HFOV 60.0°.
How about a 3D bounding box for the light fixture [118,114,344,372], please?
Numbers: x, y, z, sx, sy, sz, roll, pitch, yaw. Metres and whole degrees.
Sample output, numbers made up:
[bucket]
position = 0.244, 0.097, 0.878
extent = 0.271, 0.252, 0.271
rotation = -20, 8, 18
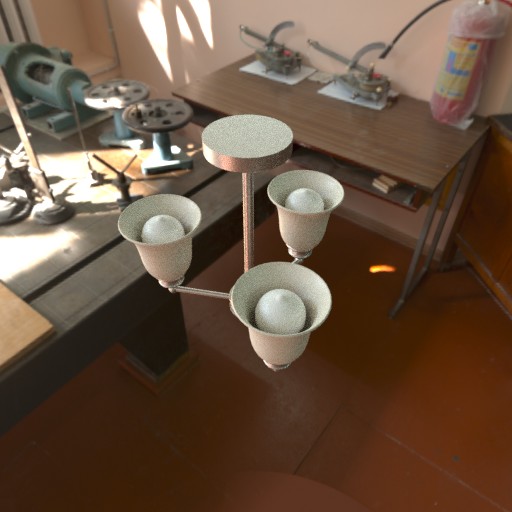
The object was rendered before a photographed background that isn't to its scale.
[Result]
[light fixture]
position = 0.000, 0.000, 0.684
extent = 0.388, 0.370, 0.354
rotation = -12, 44, -13
